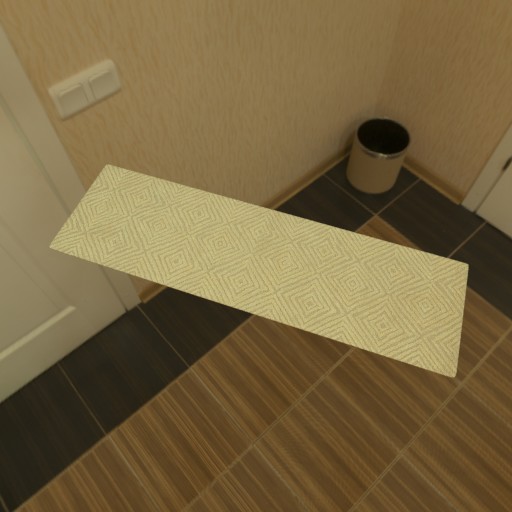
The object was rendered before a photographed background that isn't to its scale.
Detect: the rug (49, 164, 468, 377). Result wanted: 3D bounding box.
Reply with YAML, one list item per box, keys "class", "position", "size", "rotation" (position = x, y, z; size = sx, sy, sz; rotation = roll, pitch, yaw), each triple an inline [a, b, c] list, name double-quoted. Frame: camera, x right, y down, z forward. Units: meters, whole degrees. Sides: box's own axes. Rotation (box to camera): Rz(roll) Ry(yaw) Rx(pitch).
- class: "rug"
  position: [0.000, 0.000, 2.503]
  size: [2.277, 0.008, 0.676]
  rotation: [17, 60, 10]
